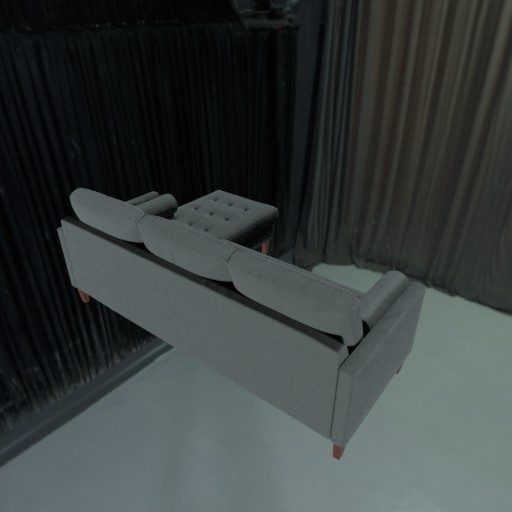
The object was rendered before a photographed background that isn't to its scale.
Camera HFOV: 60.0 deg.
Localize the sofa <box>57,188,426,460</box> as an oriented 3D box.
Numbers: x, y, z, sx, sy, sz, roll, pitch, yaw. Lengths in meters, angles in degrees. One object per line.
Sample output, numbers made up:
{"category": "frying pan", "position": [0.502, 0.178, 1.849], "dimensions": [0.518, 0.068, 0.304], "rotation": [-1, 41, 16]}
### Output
{"category": "sofa", "position": [0.000, 0.000, 2.940], "dimensions": [2.178, 0.876, 1.506], "rotation": [21, 36, 32]}
